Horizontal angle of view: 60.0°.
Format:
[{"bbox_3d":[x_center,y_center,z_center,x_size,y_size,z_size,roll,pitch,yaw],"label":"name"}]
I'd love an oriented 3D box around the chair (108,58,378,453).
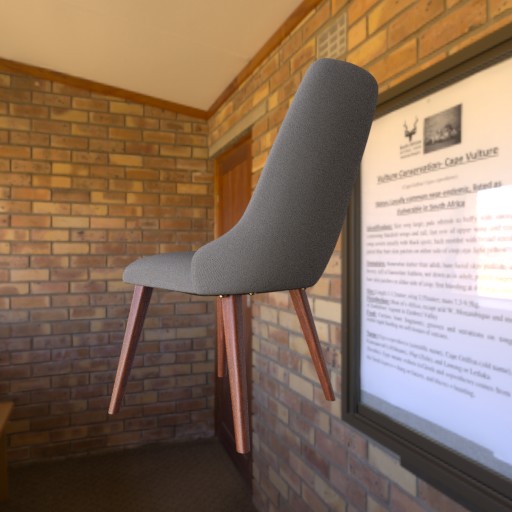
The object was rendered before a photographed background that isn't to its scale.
[{"bbox_3d":[0.000,0.000,1.309,0.707,0.918,0.535,0,0,36],"label":"chair"}]
